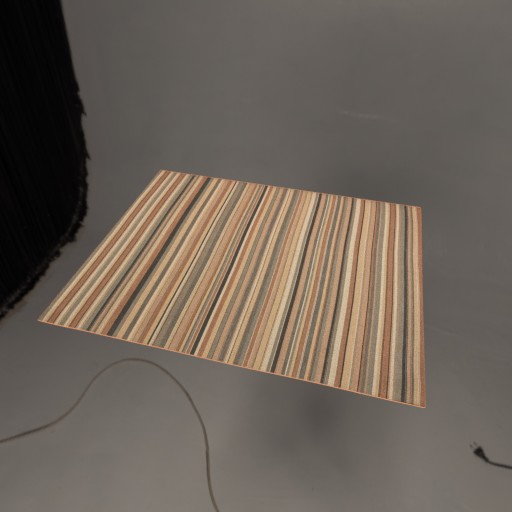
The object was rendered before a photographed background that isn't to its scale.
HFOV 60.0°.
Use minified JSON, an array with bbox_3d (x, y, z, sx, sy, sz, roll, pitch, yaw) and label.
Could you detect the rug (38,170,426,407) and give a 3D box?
[{"bbox_3d":[0.000,0.000,4.199,3.045,0.011,2.436,10,43,11],"label":"rug"}]
